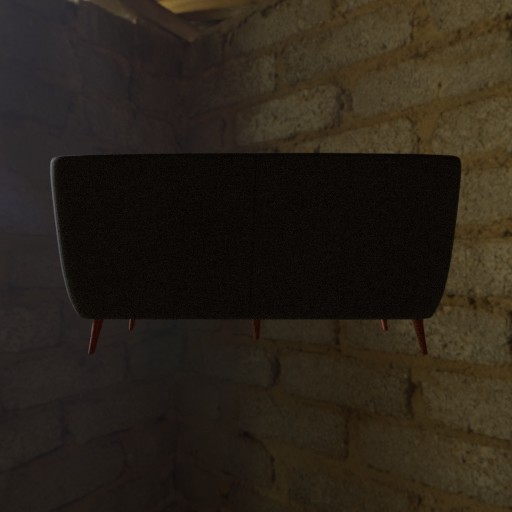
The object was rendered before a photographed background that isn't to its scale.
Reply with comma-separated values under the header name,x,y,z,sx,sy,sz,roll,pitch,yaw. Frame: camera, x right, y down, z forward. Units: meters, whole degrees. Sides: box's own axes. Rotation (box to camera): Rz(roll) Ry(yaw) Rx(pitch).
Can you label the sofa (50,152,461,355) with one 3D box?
name,x,y,z,sx,sy,sz,roll,pitch,yaw
sofa,0.000,0.000,2.372,1.929,0.896,0.975,0,-1,0
